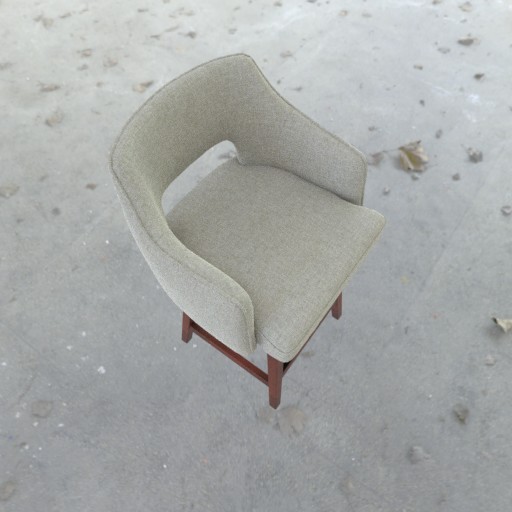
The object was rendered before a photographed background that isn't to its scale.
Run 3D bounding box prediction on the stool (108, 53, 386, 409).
[{"bbox_3d":[0.000,0.000,1.320,0.558,0.944,0.599,32,62,19],"label":"stool"}]
